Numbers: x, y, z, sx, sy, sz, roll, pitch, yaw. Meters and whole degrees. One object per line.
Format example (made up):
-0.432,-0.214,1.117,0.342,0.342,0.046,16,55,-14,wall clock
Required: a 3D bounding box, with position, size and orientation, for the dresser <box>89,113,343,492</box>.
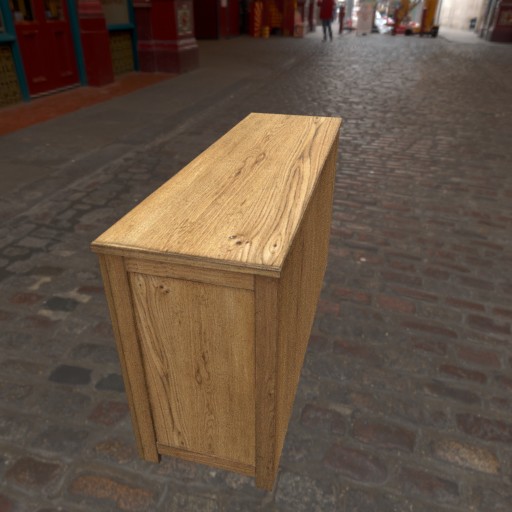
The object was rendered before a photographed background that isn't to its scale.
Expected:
0.000,0.000,2.069,0.563,0.932,1.657,8,31,13,dresser
